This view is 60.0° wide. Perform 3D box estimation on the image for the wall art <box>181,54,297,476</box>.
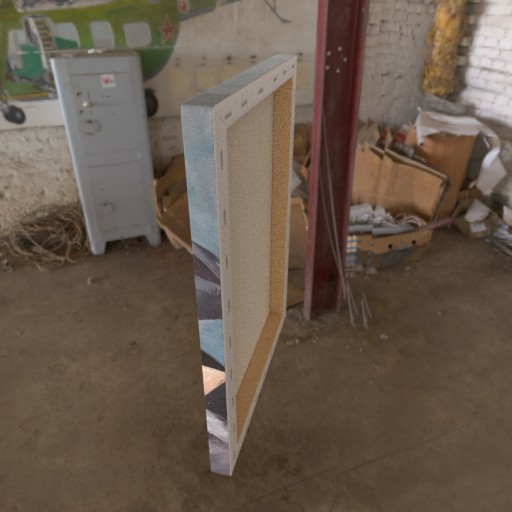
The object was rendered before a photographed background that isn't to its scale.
[{"bbox_3d":[0.000,0.000,0.791,0.037,0.613,0.455,8,32,13],"label":"wall art"}]
